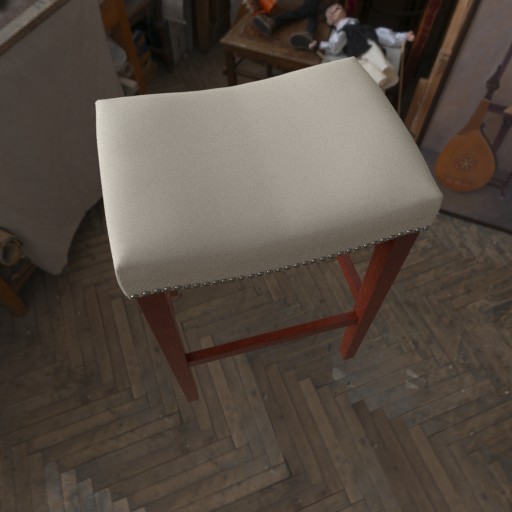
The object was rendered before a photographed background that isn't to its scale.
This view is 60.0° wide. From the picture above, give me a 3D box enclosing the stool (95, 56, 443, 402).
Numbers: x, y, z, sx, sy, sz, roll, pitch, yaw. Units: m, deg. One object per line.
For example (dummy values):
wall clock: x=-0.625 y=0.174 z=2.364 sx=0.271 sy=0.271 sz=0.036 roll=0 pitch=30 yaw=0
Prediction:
stool: x=0.000 y=0.000 z=1.011 sx=0.504 sy=0.742 sz=0.372 roll=-13 pitch=59 yaw=-8
